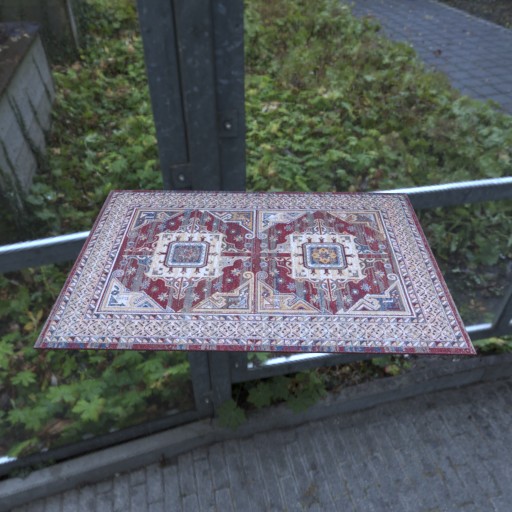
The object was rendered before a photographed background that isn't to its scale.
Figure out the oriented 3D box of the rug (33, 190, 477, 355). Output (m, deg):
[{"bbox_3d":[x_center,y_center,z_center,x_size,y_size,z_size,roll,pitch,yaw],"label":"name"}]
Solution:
[{"bbox_3d":[0.000,0.000,5.724,4.578,0.033,3.033,1,41,1],"label":"rug"}]
